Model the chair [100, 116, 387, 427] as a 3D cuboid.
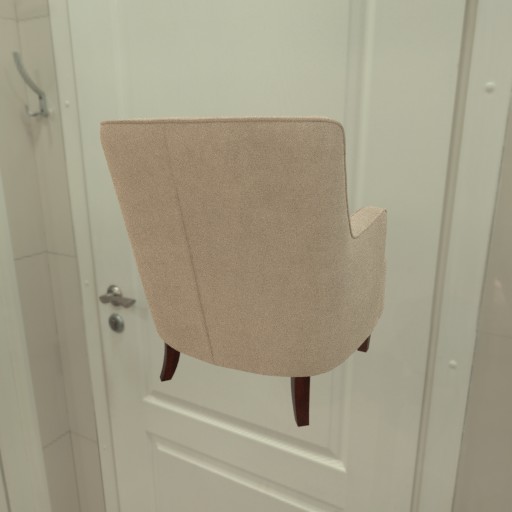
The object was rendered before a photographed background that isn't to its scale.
[{"bbox_3d":[0.000,0.000,1.571,0.781,0.920,0.910,8,17,27],"label":"chair"}]
